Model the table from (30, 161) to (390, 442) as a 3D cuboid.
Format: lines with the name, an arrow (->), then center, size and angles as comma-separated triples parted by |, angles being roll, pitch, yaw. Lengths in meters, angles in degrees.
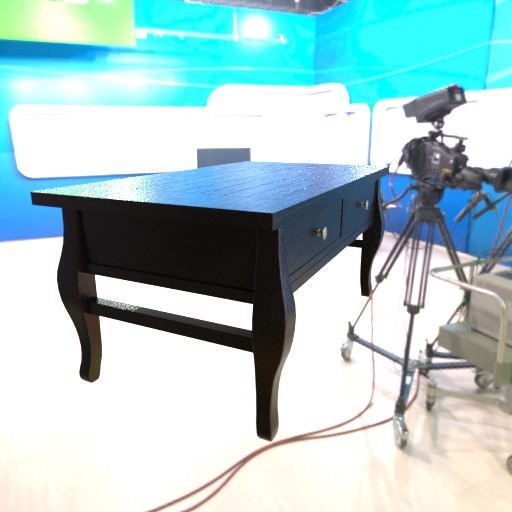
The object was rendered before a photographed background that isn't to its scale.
table -> 0.000, 0.000, 1.374 | 0.600, 0.494, 1.062 | 8, 18, 25
